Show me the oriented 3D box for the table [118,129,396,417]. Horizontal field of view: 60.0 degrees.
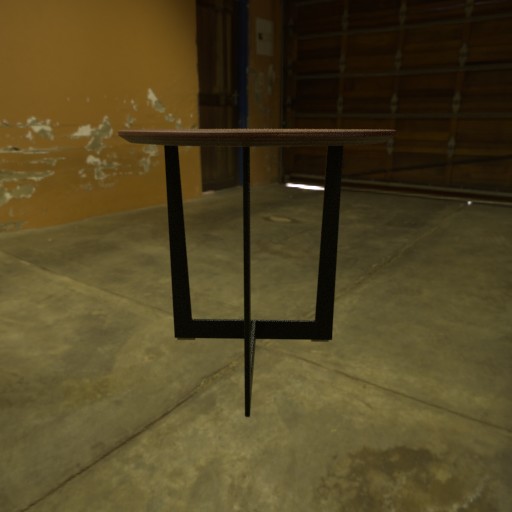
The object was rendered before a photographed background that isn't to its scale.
[{"bbox_3d":[0.000,0.000,0.870,0.477,0.476,0.494,-2,17,-8],"label":"table"}]
